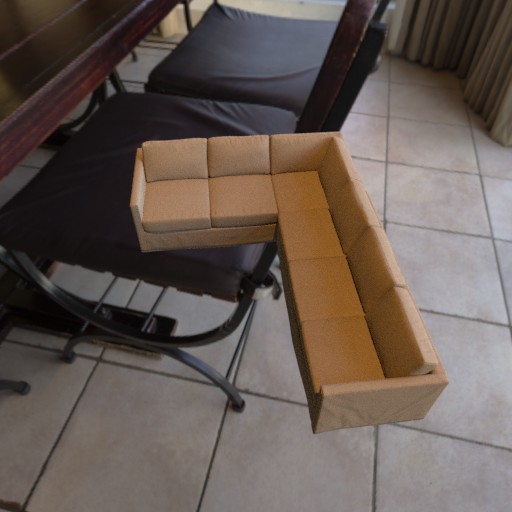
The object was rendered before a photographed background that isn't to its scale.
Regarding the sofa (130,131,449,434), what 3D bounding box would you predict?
[{"bbox_3d":[0.000,0.000,4.289,2.432,0.871,3.182,-5,48,-4],"label":"sofa"}]
